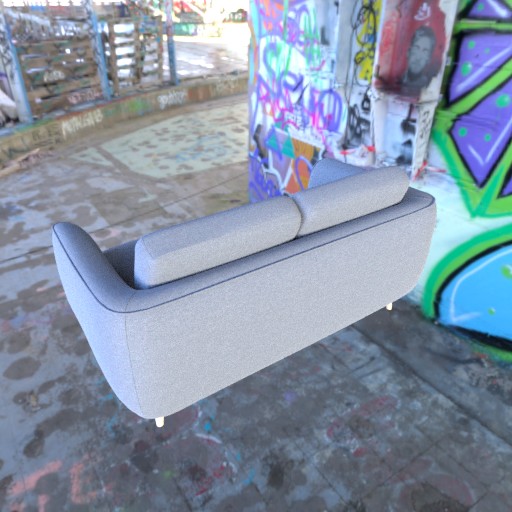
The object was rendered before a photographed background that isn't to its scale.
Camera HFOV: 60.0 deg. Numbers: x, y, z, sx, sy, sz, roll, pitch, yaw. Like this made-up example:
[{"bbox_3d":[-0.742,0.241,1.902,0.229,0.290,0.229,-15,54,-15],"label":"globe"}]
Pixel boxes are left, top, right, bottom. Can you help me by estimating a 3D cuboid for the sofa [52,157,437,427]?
[{"bbox_3d":[0.000,0.000,2.167,1.700,0.850,0.920,-19,36,-29],"label":"sofa"}]
